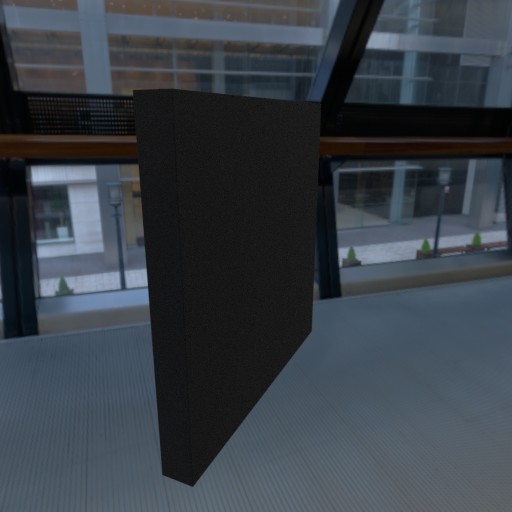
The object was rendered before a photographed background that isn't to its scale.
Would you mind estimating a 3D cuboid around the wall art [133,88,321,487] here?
[{"bbox_3d":[0.000,0.000,0.456,0.030,0.305,0.308,8,19,24],"label":"wall art"}]
